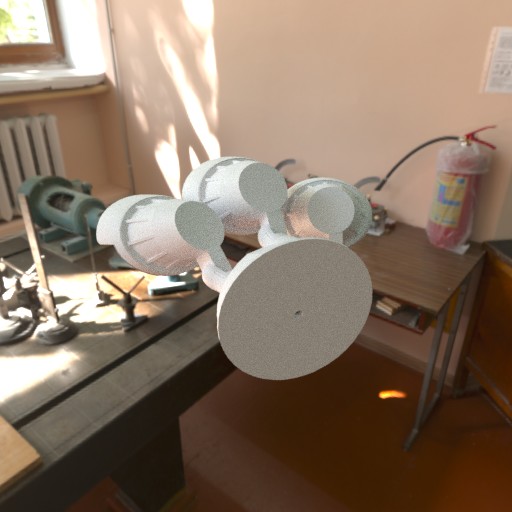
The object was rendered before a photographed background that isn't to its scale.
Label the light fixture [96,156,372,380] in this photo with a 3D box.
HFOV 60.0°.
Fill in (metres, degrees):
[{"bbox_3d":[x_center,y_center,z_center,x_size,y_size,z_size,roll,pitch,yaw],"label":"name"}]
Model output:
[{"bbox_3d":[0.000,0.000,0.550,0.369,0.237,0.278,-8,28,-15],"label":"light fixture"}]
